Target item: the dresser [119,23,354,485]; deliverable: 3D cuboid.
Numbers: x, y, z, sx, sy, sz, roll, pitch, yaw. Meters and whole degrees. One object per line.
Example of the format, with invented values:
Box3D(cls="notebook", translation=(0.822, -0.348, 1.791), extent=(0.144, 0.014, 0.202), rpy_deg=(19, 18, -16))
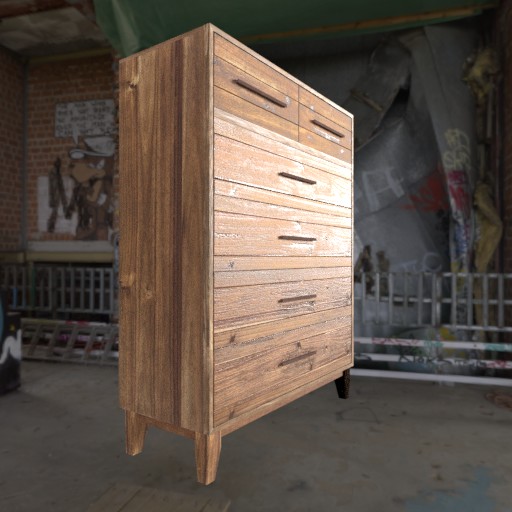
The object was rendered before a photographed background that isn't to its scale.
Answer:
Box3D(cls="dresser", translation=(0.000, 0.000, 1.878), extent=(0.442, 1.393, 1.062), rpy_deg=(0, 0, 36))
